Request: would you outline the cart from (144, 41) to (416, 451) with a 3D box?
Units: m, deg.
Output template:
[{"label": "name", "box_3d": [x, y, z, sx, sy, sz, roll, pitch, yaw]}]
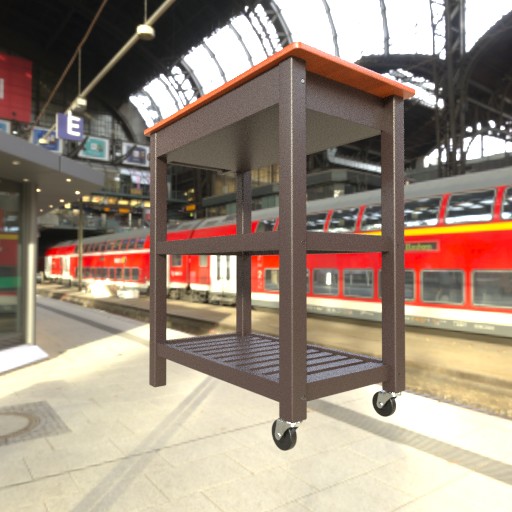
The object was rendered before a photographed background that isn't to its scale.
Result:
[{"label": "cart", "box_3d": [0.000, 0.000, 1.455, 0.457, 0.927, 0.899, 1, -1, -37]}]
